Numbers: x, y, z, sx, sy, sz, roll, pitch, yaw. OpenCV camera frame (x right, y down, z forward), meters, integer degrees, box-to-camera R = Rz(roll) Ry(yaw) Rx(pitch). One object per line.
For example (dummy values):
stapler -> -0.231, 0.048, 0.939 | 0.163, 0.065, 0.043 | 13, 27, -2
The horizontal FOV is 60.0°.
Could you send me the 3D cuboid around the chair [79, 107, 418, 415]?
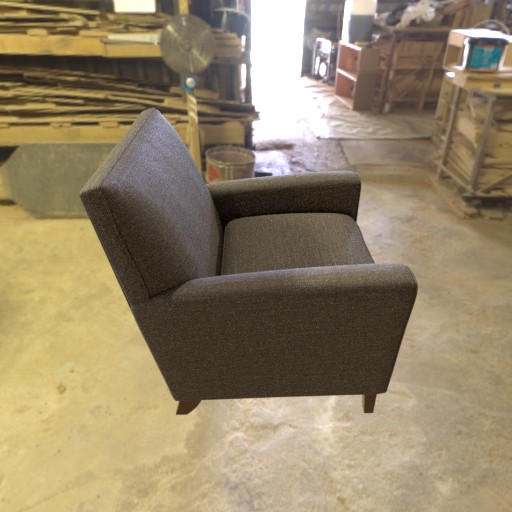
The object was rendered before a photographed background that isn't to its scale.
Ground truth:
chair -> 0.000, 0.000, 1.627 | 0.875, 0.885, 0.838 | -1, 32, -1
